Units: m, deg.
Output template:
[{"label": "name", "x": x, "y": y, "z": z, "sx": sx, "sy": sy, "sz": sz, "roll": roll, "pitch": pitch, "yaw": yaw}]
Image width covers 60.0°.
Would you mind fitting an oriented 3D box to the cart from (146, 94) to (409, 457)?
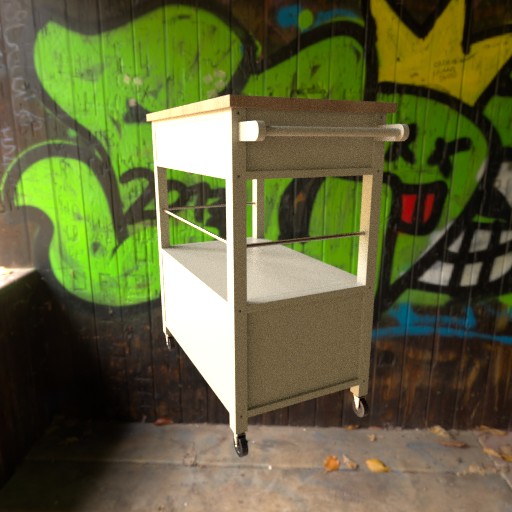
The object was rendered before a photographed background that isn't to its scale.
[{"label": "cart", "x": 0.000, "y": 0.000, "z": 1.426, "sx": 0.459, "sy": 0.901, "sz": 0.840, "roll": -7, "pitch": 16, "yaw": -25}]
